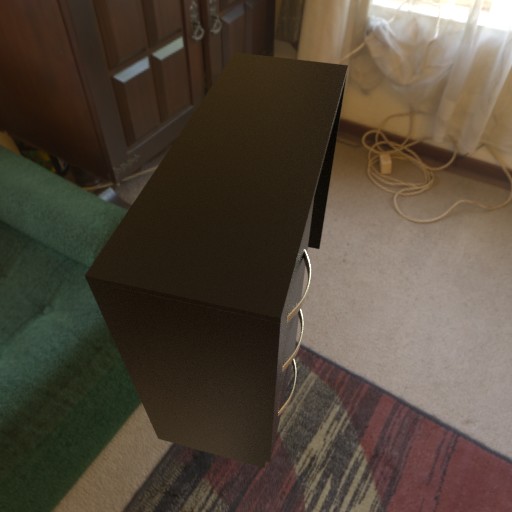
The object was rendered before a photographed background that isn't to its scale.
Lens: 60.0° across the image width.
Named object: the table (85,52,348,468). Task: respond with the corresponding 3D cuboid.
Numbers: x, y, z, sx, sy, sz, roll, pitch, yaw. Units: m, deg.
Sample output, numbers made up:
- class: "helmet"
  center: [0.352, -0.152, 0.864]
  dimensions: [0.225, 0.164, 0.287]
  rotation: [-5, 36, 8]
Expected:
- class: "table"
  center: [0.000, 0.000, 1.341]
  dimensions: [0.380, 0.790, 0.930]
  rotation: [11, 49, 10]
